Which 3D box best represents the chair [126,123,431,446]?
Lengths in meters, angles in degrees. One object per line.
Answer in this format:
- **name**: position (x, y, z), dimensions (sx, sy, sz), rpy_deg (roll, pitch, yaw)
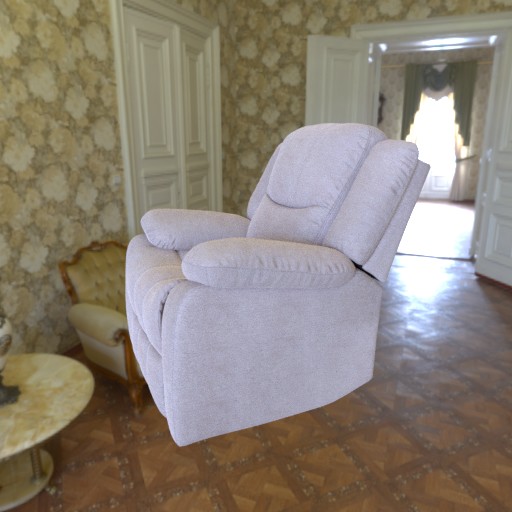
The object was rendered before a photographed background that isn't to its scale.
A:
- **chair**: position (0.000, 0.000, 1.736), dimensions (0.944, 1.008, 0.899), rpy_deg (-6, 16, -24)
